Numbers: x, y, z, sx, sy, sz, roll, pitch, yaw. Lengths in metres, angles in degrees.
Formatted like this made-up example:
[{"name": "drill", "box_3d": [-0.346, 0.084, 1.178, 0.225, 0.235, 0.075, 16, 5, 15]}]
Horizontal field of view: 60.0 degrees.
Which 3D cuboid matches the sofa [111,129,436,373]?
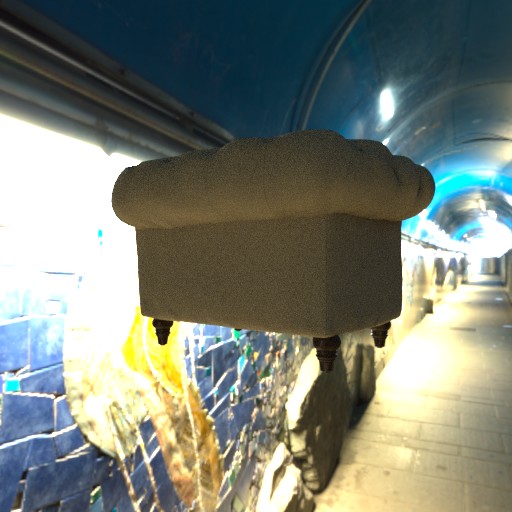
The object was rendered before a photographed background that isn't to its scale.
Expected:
[{"name": "sofa", "box_3d": [0.000, 0.000, 2.069, 1.405, 0.878, 1.034, -1, -1, 37]}]
